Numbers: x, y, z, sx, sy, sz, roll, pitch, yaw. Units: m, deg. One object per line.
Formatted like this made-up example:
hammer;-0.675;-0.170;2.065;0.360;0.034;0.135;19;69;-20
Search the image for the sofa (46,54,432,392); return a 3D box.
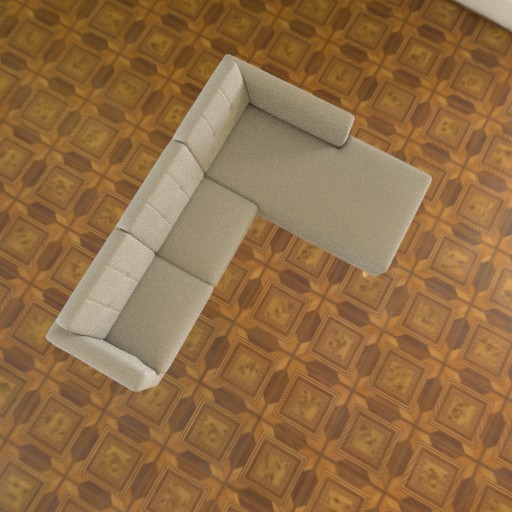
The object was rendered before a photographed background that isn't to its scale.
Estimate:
sofa;0.000;0.000;2.788;1.530;0.860;2.040;28;80;6
